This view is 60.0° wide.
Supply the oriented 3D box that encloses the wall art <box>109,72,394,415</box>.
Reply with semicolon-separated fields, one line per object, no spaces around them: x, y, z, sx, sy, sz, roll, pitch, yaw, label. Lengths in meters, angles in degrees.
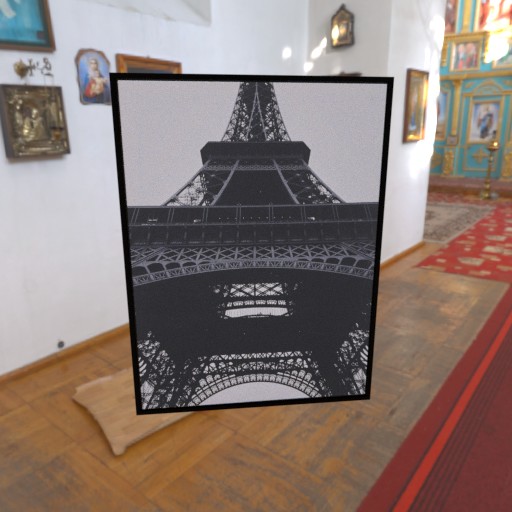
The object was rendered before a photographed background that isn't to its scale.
0.000;0.000;1.398;0.805;1.062;0.040;-2;15;-6;wall art
